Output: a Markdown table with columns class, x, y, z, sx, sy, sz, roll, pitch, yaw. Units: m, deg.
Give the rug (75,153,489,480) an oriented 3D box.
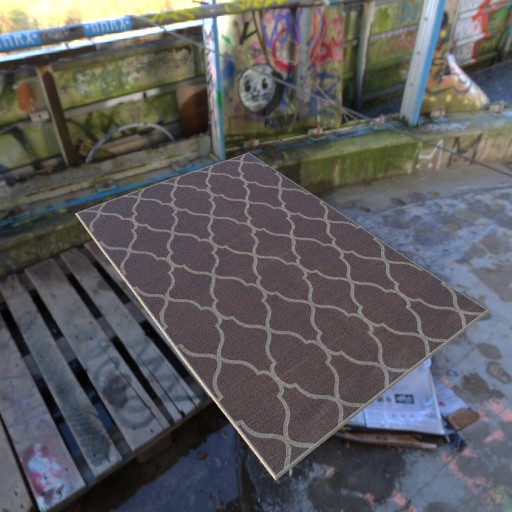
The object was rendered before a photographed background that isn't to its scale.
| class | x | y | z | sx | sy | sz | roll | pitch | yaw |
| --- | --- | --- | --- | --- | --- | --- | --- | --- | --- |
| rug | 0.000 | 0.000 | 2.808 | 1.528 | 0.014 | 2.294 | -26 | 47 | -27 |
